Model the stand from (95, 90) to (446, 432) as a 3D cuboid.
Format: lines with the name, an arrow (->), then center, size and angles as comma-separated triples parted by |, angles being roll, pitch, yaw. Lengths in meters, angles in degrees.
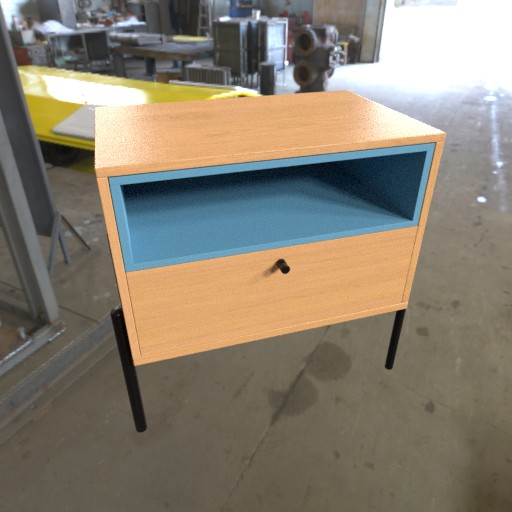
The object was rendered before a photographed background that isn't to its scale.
stand -> 0.000, 0.000, 0.993 | 0.630, 0.600, 0.400 | -9, 33, -14
